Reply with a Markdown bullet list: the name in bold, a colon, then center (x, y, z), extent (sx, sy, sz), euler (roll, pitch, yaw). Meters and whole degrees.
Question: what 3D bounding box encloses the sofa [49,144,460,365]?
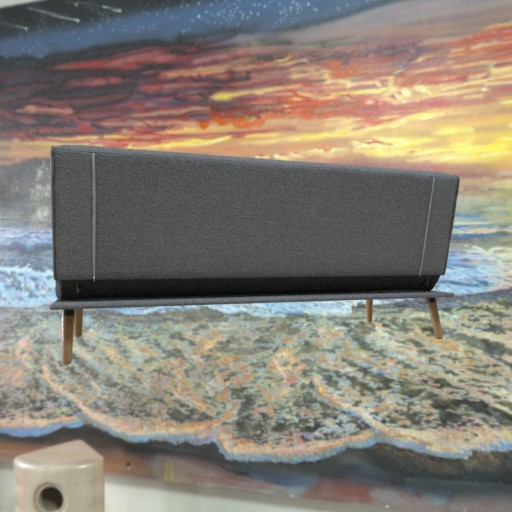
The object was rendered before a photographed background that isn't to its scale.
- **sofa**: center (0.000, 0.000, 2.237), extent (1.820, 0.830, 0.810), euler (0, 0, -18)
